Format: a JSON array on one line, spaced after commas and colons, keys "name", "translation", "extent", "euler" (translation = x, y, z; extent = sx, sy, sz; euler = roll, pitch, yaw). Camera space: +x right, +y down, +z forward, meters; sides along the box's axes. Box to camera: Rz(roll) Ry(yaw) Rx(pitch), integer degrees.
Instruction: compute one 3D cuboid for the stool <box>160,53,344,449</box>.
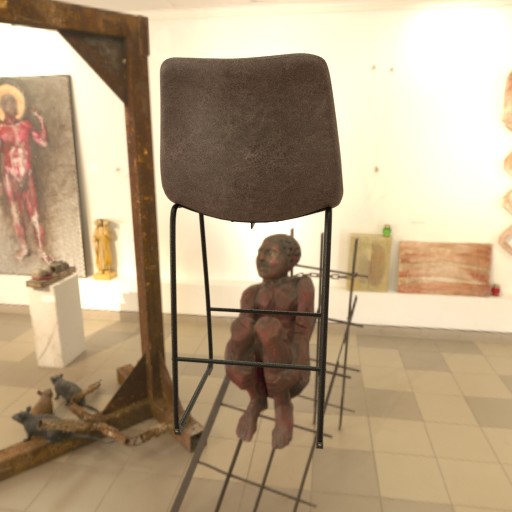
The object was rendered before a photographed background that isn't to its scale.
[{"name": "stool", "translation": [0.000, 0.000, 1.393], "extent": [0.514, 1.082, 0.561], "euler": [2, 15, 8]}]
